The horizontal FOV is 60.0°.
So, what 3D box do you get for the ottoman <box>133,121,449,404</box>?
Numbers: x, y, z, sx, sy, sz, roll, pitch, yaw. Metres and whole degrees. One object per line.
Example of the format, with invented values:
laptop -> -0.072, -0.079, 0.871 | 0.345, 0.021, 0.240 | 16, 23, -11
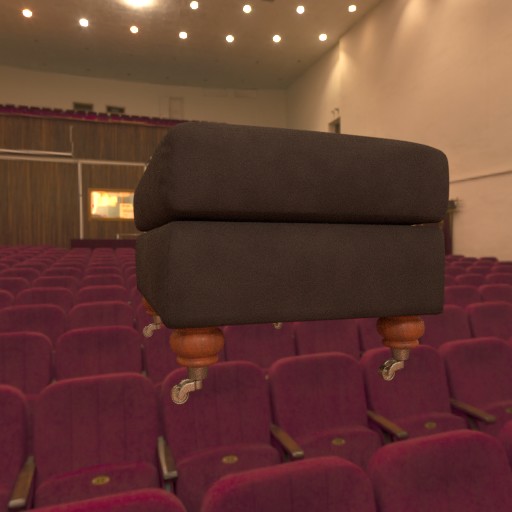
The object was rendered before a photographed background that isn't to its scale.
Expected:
ottoman -> 0.000, 0.000, 1.124 | 0.574, 0.497, 0.773 | 0, 1, -19
